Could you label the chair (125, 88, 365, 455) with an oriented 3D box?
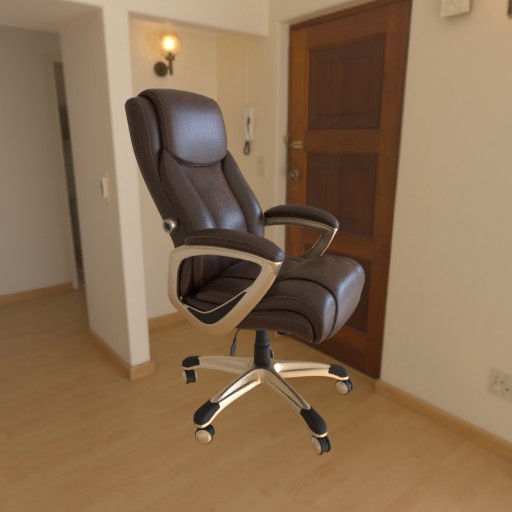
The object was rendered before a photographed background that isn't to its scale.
[{"bbox_3d":[0.000,0.000,1.650,0.749,1.194,0.692,7,16,26],"label":"chair"}]
